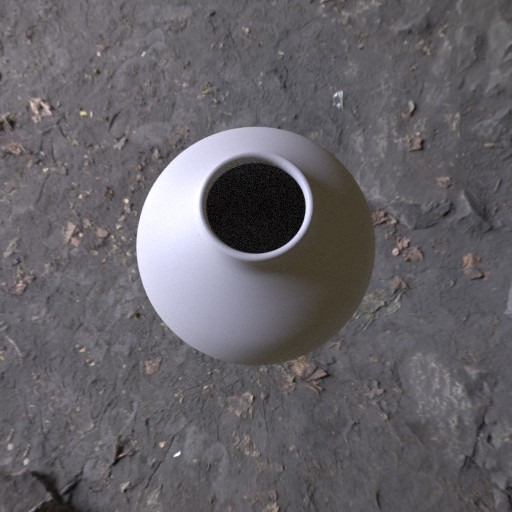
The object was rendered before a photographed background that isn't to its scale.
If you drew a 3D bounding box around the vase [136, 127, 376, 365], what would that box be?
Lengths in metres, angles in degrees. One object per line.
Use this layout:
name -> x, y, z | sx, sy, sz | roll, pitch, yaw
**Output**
vase -> 0.000, 0.000, 0.353 | 0.169, 0.237, 0.169 | 0, 76, 0
